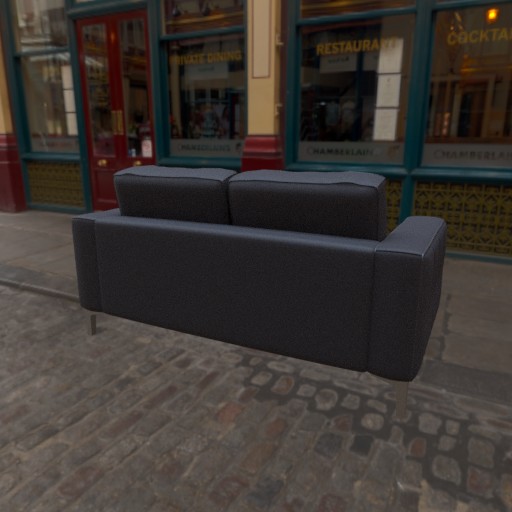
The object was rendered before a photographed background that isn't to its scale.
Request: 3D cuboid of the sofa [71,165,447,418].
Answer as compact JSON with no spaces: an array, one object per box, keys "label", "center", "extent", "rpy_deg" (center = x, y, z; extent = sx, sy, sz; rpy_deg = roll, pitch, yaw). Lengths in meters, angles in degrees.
[{"label":"sofa","center":[0.000,0.000,2.249],"extent":[1.726,0.893,0.833],"rpy_deg":[7,16,26]}]
